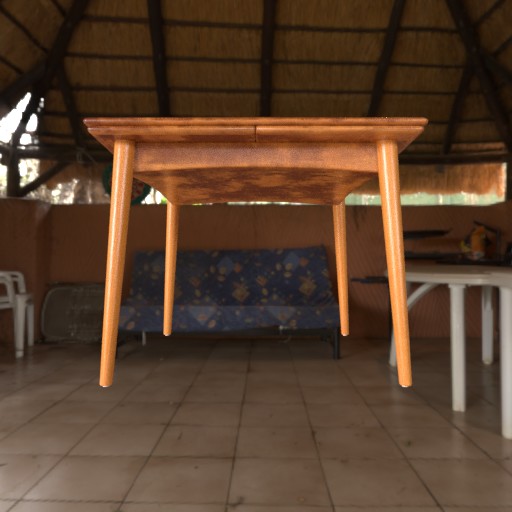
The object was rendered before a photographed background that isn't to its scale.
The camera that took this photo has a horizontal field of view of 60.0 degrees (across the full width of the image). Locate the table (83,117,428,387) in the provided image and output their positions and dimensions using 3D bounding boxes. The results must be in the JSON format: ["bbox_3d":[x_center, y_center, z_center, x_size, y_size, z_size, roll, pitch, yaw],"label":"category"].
[{"bbox_3d":[0.000,0.000,1.700,0.991,0.754,0.991,0,-1,0],"label":"table"}]
